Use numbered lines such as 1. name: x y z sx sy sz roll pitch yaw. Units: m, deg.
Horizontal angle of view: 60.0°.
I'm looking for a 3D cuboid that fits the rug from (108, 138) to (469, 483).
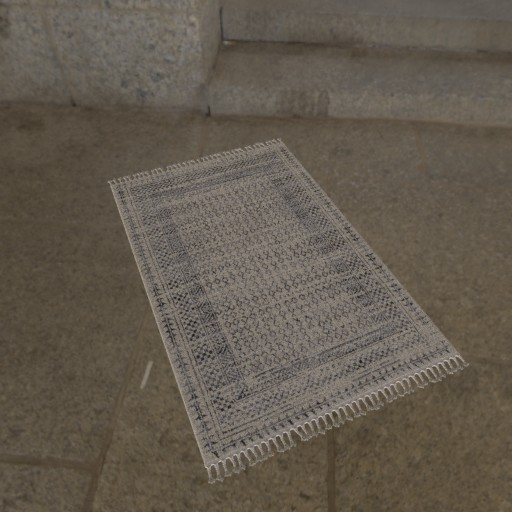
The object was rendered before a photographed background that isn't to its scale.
1. rug: 0.000 0.000 3.024 1.548 0.013 2.486 -18 50 -16
